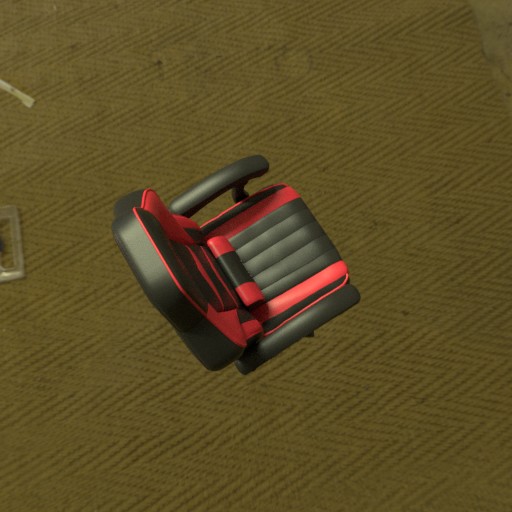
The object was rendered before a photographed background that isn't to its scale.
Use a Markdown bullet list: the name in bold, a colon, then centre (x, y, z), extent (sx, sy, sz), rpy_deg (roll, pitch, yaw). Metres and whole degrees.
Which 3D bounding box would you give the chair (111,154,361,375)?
- **chair**: centre (0.000, 0.000, 1.625), extent (0.700, 1.220, 0.700), rpy_deg (-31, 77, -8)
